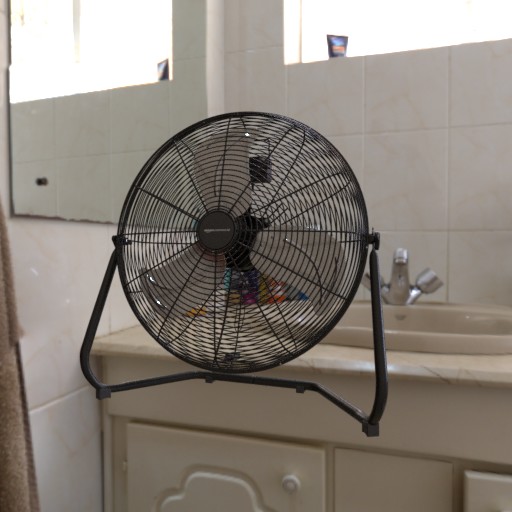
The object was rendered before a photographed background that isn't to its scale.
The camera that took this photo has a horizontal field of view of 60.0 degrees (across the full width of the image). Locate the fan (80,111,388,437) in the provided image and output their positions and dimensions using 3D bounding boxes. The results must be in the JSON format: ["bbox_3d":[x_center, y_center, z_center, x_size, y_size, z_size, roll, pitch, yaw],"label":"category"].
[{"bbox_3d":[0.000,0.000,0.931,0.555,0.546,0.424,0,1,19],"label":"fan"}]
